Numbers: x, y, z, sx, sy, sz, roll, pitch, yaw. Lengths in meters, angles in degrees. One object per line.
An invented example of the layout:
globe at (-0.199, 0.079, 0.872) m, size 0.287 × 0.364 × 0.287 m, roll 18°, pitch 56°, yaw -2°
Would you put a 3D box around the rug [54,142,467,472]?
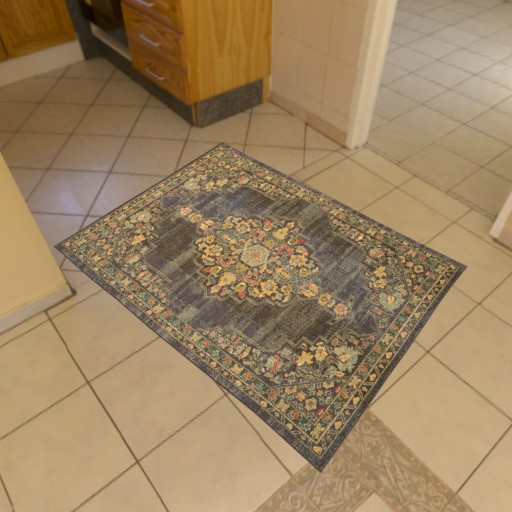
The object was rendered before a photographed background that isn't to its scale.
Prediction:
rug at (0.000, 0.000, 4.813) m, size 3.612 × 0.035 × 2.716 m, roll 32°, pitch 55°, yaw 26°
